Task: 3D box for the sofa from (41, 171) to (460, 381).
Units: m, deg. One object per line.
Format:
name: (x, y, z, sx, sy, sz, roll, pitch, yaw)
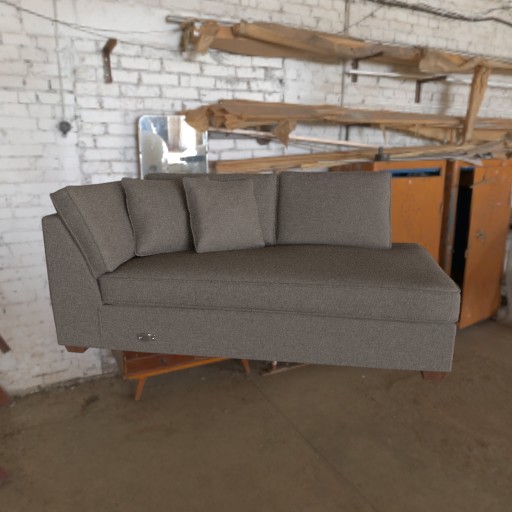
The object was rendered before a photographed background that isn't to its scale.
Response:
sofa: (0.000, 0.000, 2.820, 2.237, 1.033, 1.110, 2, 14, 8)
